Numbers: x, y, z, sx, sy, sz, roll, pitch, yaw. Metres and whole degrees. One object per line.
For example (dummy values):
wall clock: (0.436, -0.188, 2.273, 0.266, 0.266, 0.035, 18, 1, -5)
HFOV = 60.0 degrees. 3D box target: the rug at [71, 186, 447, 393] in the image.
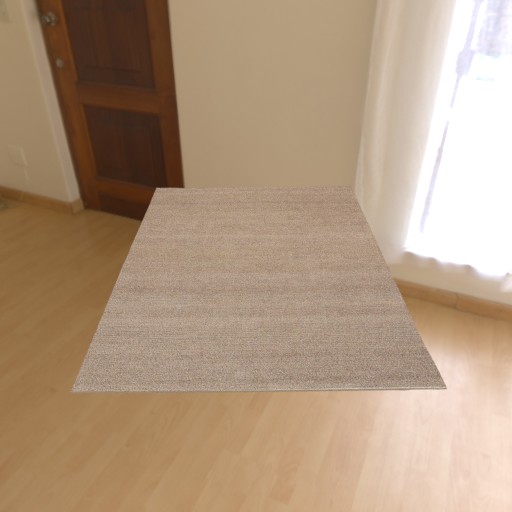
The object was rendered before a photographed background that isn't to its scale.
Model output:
rug: (0.000, 0.000, 4.243, 2.467, 0.046, 3.245, 0, 33, -1)
